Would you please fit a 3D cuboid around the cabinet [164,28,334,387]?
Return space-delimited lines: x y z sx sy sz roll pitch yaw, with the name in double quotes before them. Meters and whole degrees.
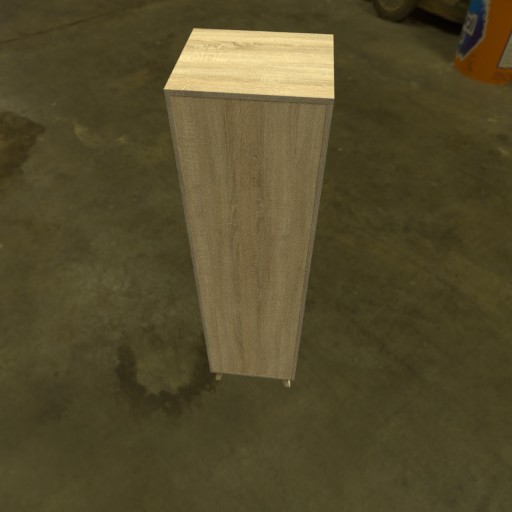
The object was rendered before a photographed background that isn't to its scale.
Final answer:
"cabinet" 0.000 0.000 2.198 0.510 1.960 0.450 5 49 4
